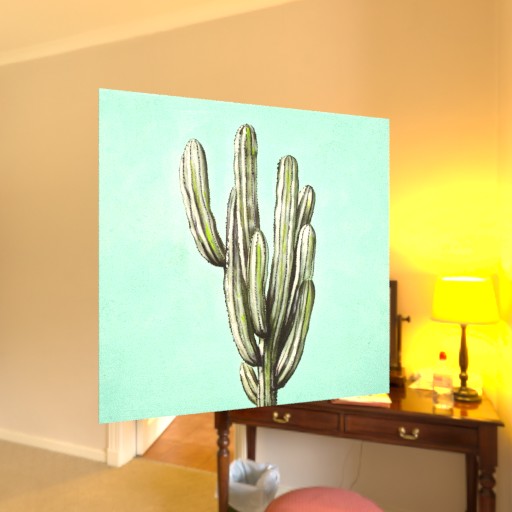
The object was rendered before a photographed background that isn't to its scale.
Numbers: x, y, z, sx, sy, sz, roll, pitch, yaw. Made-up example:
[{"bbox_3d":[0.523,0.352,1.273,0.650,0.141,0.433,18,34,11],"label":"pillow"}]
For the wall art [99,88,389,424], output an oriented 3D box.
[{"bbox_3d":[0.000,0.000,0.902,0.603,0.603,0.036,0,0,-17],"label":"wall art"}]
